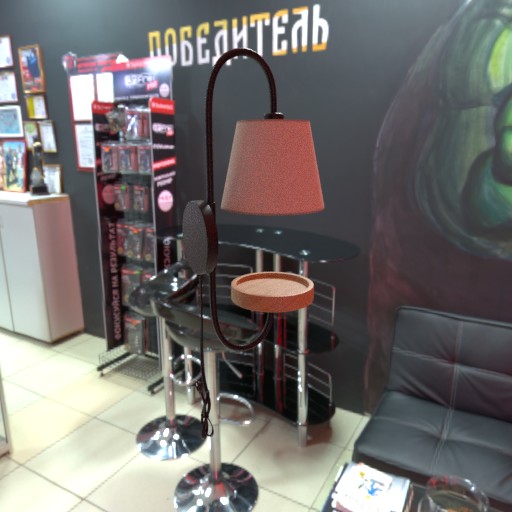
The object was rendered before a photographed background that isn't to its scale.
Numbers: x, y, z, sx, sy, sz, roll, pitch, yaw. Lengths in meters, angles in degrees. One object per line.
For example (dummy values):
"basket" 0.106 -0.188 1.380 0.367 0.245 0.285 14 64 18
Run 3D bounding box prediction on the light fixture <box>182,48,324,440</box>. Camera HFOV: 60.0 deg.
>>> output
"light fixture" 0.000 0.000 0.954 0.299 0.821 0.220 -7 16 -27
